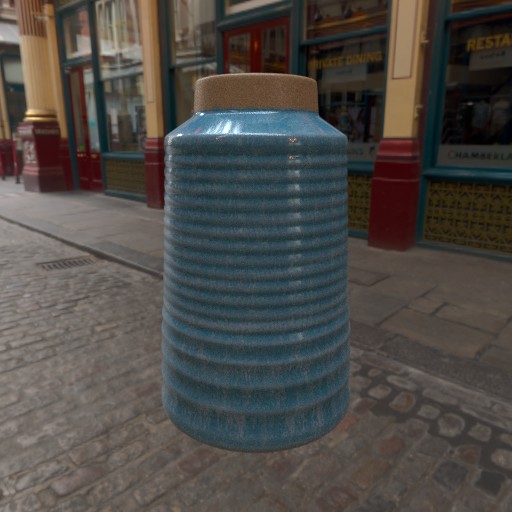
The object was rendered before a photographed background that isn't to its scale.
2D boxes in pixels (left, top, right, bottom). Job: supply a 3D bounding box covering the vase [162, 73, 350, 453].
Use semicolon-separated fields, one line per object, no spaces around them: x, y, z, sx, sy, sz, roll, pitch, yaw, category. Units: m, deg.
0.000;0.000;0.363;0.163;0.267;0.163;0;14;0;vase
